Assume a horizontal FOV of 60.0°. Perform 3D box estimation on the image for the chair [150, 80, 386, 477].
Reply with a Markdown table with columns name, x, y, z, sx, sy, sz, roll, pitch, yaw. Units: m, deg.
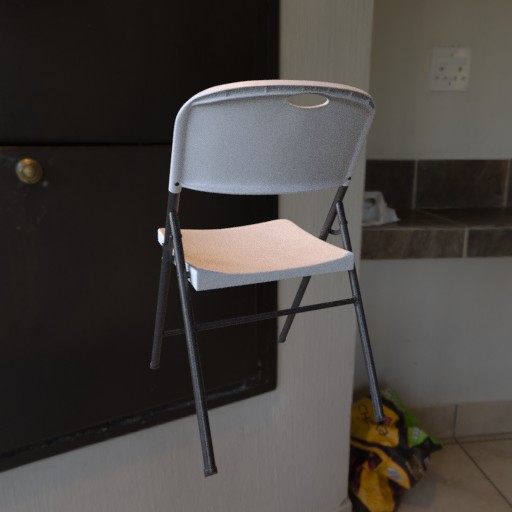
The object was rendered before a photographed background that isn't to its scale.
| name | x | y | z | sx | sy | sz | roll | pitch | yaw |
| --- | --- | --- | --- | --- | --- | --- | --- | --- | --- |
| chair | 0.000 | 0.000 | 1.186 | 0.494 | 0.810 | 0.566 | -6 | 15 | -24 |
